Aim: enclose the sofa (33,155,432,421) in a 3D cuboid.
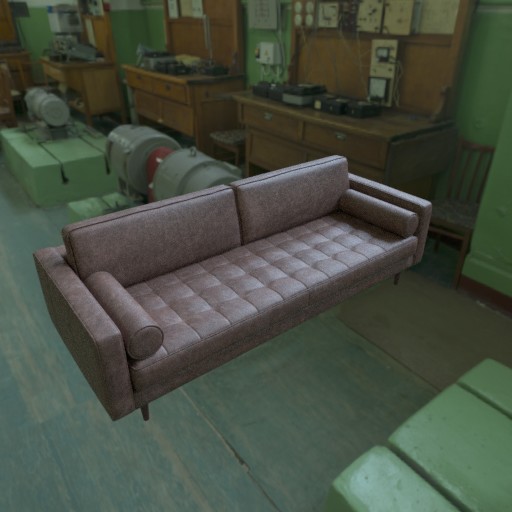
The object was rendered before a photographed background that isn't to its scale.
[{"bbox_3d":[0.000,0.000,2.618,2.210,0.762,0.914,-21,36,-32],"label":"sofa"}]
